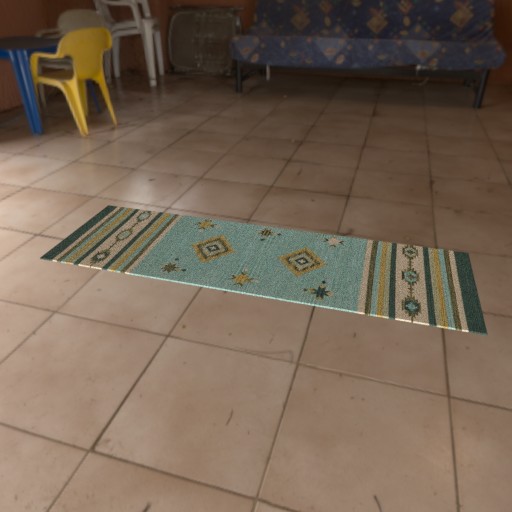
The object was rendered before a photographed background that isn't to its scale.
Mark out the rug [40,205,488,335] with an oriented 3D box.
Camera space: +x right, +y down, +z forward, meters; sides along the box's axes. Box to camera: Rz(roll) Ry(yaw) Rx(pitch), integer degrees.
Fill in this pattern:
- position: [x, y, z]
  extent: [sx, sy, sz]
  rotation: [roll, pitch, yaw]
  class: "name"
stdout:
- position: [0.000, 0.000, 2.641]
  extent: [2.441, 0.010, 0.744]
  rotation: [8, 33, 13]
  class: "rug"
